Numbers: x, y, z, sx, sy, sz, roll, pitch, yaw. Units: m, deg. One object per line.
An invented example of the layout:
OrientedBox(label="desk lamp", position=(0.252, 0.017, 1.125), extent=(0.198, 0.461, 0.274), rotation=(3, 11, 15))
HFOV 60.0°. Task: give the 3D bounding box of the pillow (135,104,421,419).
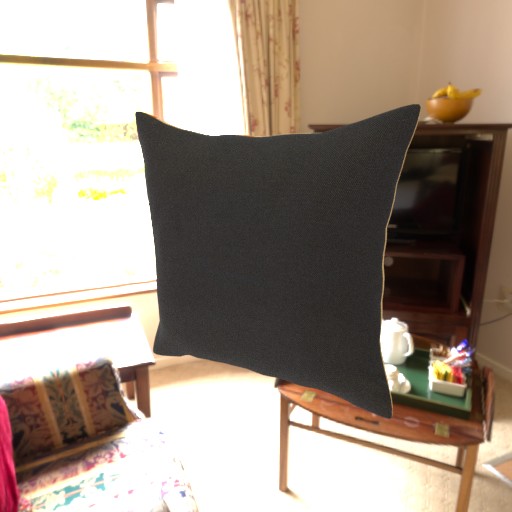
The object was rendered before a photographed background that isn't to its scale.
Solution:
OrientedBox(label="pillow", position=(0.000, 0.000, 0.714), extent=(0.463, 0.454, 0.173), rotation=(8, 17, 26))
